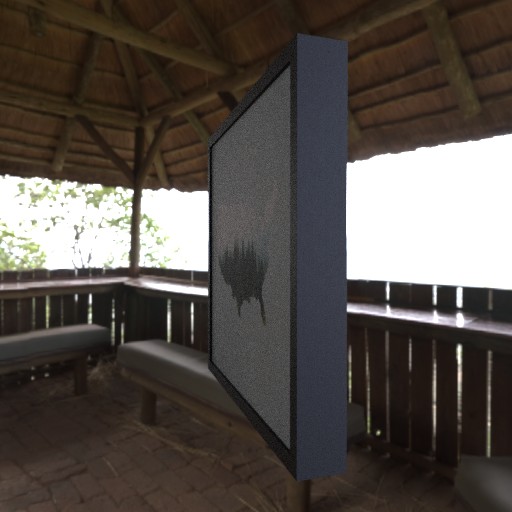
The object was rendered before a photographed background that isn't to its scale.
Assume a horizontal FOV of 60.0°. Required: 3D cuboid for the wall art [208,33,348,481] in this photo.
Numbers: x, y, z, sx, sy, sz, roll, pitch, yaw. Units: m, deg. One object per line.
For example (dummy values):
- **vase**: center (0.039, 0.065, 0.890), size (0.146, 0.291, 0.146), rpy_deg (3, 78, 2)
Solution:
- **wall art**: center (0.000, 0.000, 0.451), size (0.038, 0.304, 0.304), rpy_deg (0, 1, -18)
